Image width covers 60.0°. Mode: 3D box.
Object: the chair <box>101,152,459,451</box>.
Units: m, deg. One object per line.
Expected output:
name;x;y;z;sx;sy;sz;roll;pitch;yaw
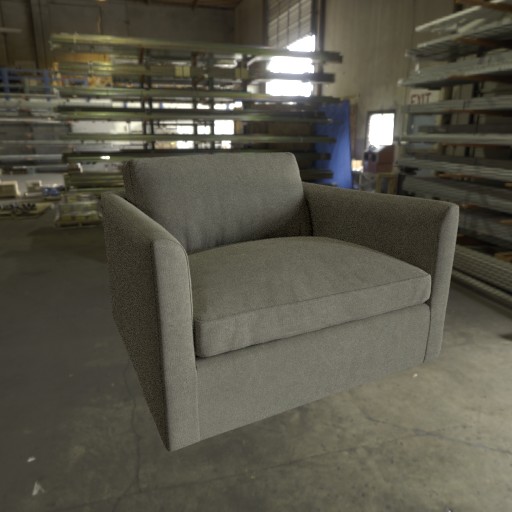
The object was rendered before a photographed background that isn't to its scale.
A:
chair;0.000;0.000;1.890;1.190;0.845;1.091;-9;18;-28
